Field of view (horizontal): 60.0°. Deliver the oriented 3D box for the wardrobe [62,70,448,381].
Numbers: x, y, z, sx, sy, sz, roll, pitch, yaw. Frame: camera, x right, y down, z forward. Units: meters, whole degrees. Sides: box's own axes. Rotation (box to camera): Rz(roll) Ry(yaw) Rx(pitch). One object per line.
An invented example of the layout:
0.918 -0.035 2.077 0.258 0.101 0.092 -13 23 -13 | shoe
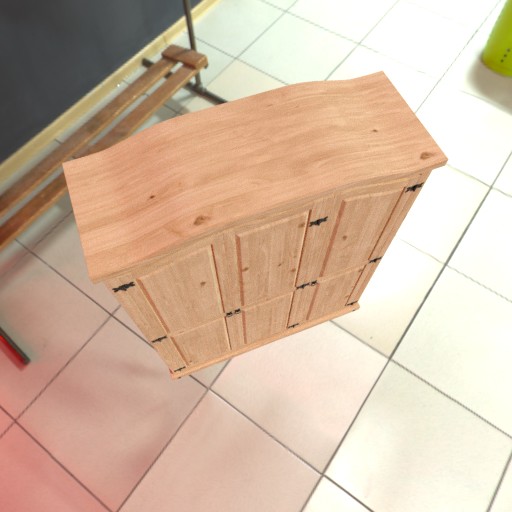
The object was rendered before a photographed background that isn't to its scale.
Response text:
0.000 0.000 2.602 1.500 1.870 0.570 -19 65 -10 | wardrobe
